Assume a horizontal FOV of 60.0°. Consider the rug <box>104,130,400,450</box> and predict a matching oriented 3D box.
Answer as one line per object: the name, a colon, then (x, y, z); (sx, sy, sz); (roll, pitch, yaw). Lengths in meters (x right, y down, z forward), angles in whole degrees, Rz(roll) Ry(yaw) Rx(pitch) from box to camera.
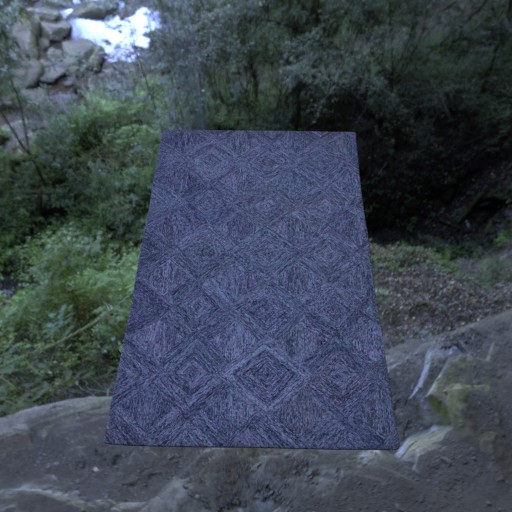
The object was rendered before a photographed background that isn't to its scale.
rug: (0.000, 0.000, 2.178); (1.158, 0.013, 1.752); (1, 58, 1)
